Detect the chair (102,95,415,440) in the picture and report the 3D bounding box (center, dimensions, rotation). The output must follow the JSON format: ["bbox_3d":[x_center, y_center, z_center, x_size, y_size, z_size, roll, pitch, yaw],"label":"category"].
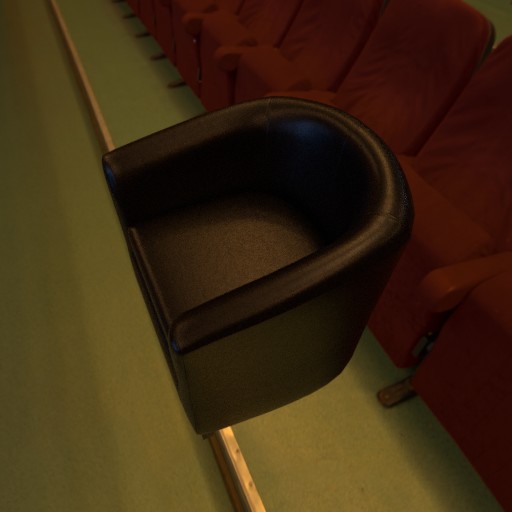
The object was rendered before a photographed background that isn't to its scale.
[{"bbox_3d":[0.000,0.000,1.412,0.727,0.756,0.793,-19,49,-17],"label":"chair"}]
